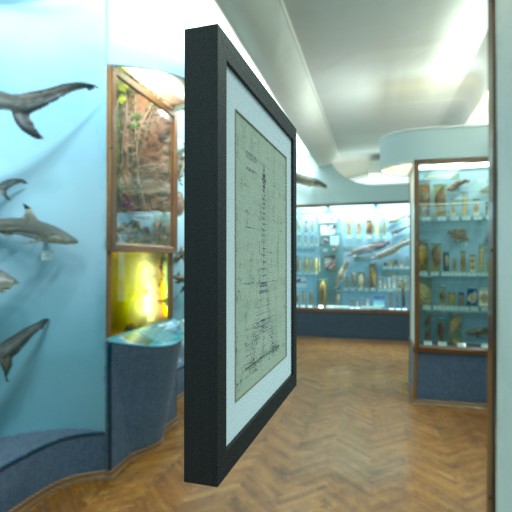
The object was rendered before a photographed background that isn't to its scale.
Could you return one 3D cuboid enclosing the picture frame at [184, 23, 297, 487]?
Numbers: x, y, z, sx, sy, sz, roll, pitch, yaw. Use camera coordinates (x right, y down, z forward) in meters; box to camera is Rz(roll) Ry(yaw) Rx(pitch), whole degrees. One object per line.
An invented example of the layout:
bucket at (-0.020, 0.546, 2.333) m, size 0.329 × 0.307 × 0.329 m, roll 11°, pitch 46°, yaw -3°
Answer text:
picture frame at (0.000, 0.000, 0.753) m, size 0.044 × 0.555 × 0.452 m, roll 0°, pitch 0°, yaw 17°
